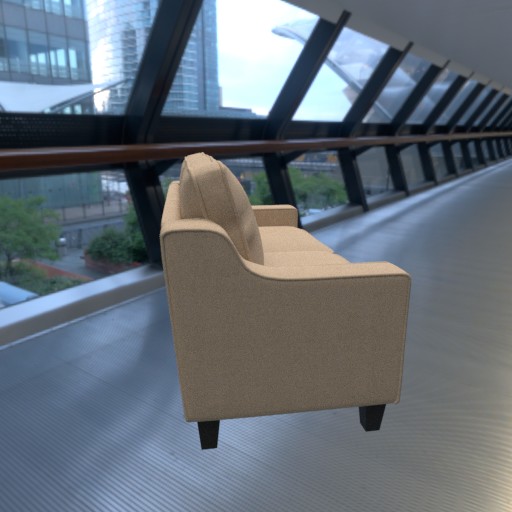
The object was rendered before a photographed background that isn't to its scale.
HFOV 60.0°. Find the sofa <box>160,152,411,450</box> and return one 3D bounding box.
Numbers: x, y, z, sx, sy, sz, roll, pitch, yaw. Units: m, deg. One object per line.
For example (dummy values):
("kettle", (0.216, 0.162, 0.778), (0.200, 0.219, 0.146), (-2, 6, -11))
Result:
("sofa", (0.000, 0.000, 3.512), (1.351, 1.562, 2.587), (-2, 15, -9))
